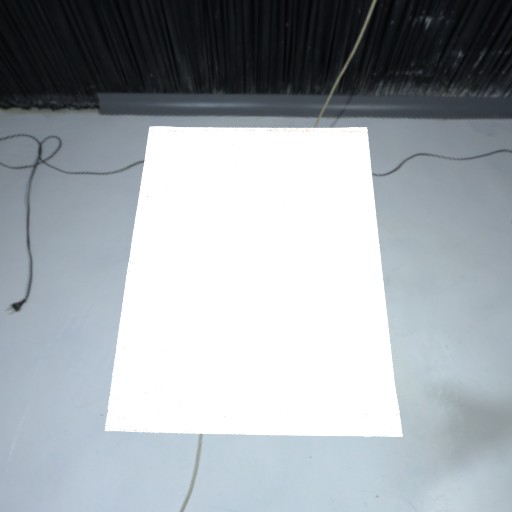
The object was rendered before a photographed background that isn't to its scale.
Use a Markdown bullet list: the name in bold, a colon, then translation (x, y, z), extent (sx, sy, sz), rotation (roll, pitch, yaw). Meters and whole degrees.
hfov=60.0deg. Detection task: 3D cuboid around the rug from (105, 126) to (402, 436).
- **rug**: translation (0.000, 0.000, 5.042), extent (2.873, 0.053, 3.778), rotation (1, 65, 0)
